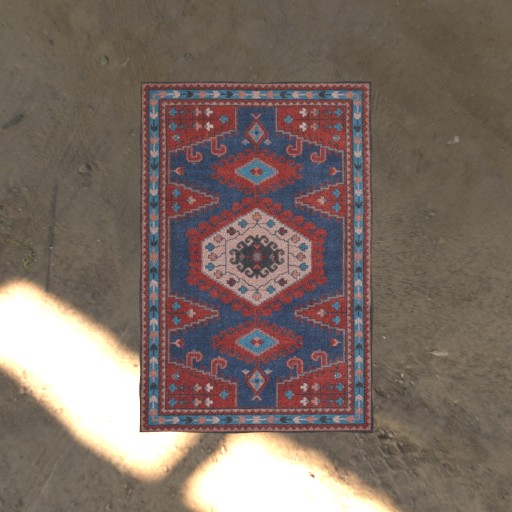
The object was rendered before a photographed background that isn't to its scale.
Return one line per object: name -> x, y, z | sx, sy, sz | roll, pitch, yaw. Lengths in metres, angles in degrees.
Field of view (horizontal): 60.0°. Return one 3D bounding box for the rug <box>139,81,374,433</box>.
rug -> 0.000, 0.000, 2.289 | 1.207, 0.012, 1.820 | 0, 89, 0
